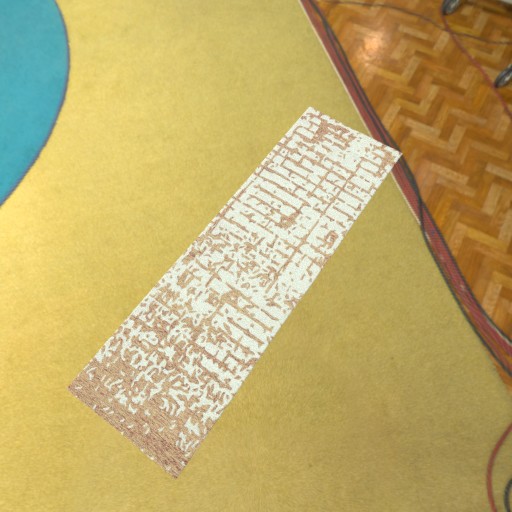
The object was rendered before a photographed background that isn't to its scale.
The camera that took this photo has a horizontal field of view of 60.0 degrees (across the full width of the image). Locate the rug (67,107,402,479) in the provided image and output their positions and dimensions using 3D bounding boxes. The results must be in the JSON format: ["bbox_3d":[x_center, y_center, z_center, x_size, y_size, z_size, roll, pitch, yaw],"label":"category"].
[{"bbox_3d":[0.000,0.000,2.690,0.750,0.011,2.435,32,68,15],"label":"rug"}]
